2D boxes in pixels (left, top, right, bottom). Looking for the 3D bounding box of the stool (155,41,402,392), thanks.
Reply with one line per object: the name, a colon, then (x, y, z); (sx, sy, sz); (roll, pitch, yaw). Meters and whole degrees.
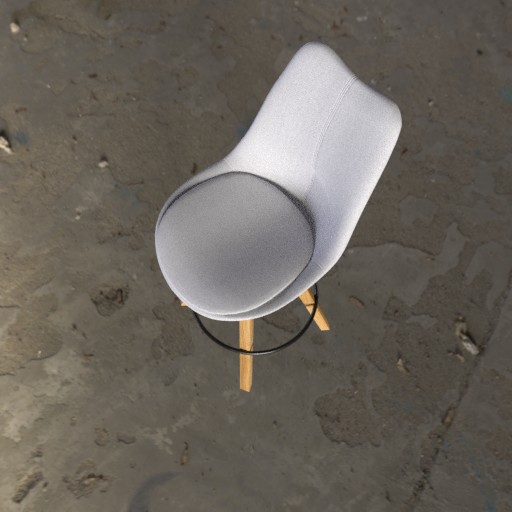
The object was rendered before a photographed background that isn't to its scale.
stool: (0.000, 0.000, 1.356); (0.550, 1.115, 0.484); (-34, 69, -15)
